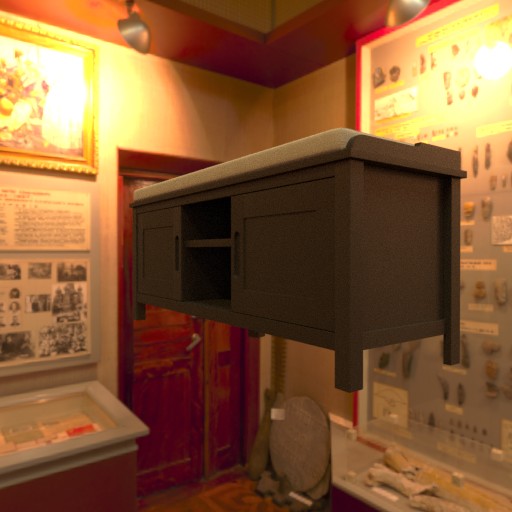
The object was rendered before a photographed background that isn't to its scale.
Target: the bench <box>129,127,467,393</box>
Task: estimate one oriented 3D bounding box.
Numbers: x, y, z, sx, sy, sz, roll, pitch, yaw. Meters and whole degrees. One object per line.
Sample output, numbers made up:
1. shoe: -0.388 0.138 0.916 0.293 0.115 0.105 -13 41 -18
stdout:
1. bench: 0.000 0.000 1.387 0.398 0.501 1.140 0 1 -36
